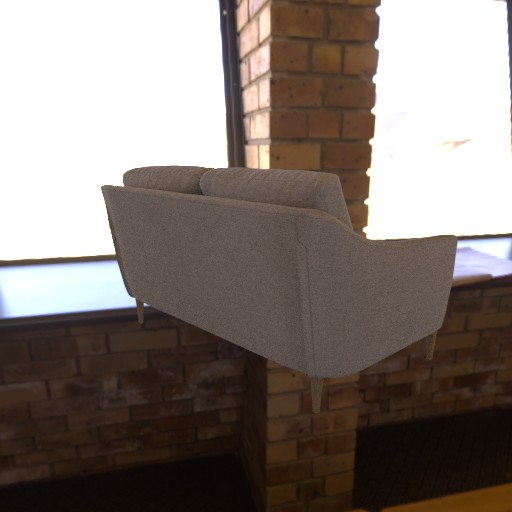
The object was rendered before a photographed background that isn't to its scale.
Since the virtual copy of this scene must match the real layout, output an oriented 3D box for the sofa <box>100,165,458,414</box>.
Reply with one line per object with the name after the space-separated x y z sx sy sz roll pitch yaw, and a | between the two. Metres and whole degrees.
0.000 0.000 2.225 1.619 0.904 0.960 13 19 43 | sofa
